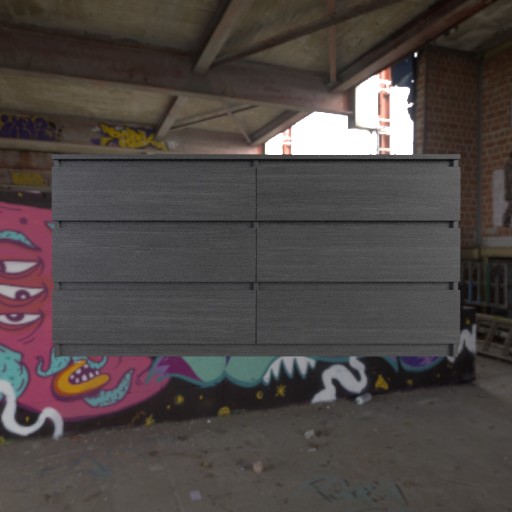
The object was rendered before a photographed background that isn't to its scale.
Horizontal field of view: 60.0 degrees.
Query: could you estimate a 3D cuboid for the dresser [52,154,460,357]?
[{"bbox_3d":[0.000,0.000,1.926,1.590,0.795,0.400,0,0,0],"label":"dresser"}]
